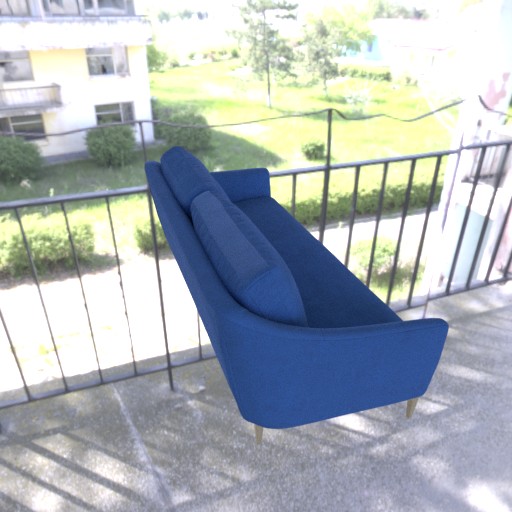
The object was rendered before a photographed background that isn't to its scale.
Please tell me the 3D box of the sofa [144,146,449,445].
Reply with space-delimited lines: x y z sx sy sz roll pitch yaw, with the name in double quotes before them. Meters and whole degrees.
"sofa" 0.000 0.000 2.534 0.960 0.903 2.036 -10 31 -18
